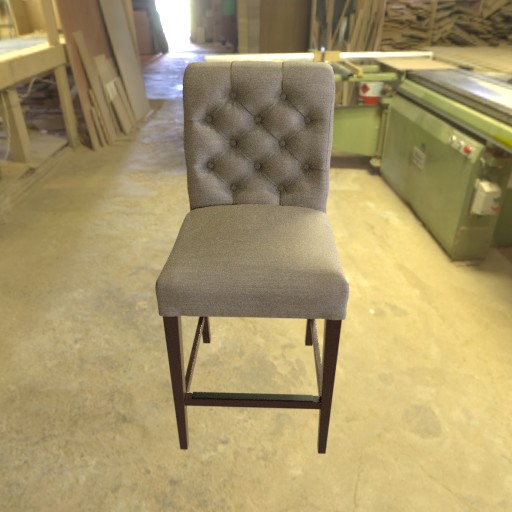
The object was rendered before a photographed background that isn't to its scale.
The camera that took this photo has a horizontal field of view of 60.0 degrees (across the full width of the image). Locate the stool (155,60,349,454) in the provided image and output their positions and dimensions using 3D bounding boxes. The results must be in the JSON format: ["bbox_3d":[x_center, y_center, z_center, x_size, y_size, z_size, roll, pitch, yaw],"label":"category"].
[{"bbox_3d":[0.000,0.000,1.415,0.486,1.084,0.660,1,30,2],"label":"stool"}]
